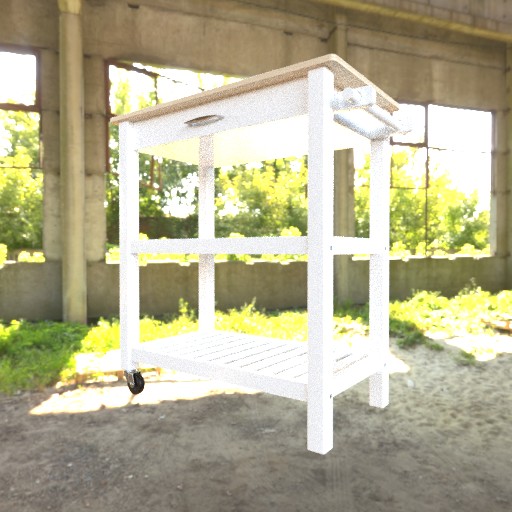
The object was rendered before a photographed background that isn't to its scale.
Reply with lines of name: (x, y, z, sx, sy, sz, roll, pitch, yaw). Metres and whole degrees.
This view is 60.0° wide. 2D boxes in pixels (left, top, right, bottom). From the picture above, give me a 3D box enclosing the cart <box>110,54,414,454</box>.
cart: (0.000, 0.000, 1.418, 0.899, 0.927, 0.457, 1, 1, 37)
